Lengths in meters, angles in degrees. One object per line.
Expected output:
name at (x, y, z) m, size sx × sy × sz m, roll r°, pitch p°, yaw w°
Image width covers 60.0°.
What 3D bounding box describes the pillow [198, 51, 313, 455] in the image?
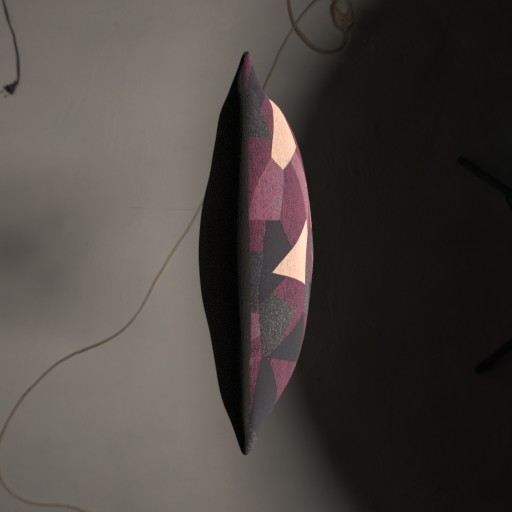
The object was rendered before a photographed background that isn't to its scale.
pillow at (0.000, 0.000, 0.775) m, size 0.208 × 0.496 × 0.503 m, roll 0°, pitch 90°, yaw 1°
